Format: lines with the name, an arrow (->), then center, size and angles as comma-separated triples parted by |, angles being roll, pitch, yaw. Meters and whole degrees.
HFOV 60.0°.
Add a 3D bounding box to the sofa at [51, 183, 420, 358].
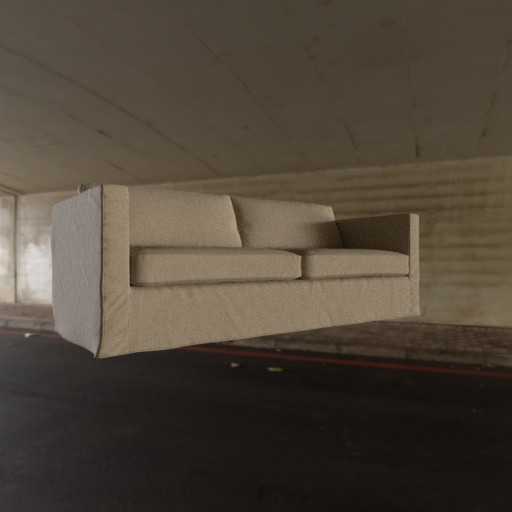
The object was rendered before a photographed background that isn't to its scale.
sofa -> 0.000, 0.000, 2.856 | 2.296, 0.847, 0.956 | 0, 0, -36
